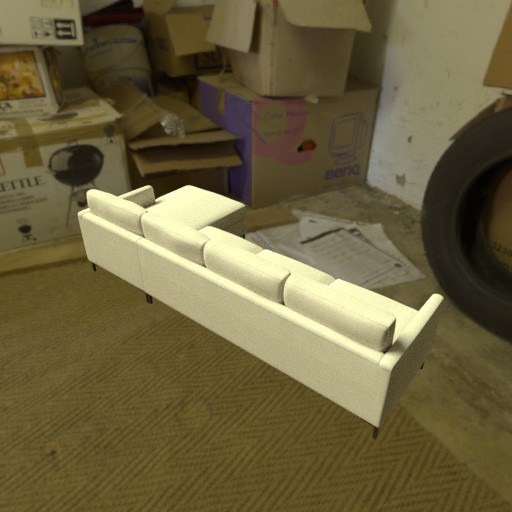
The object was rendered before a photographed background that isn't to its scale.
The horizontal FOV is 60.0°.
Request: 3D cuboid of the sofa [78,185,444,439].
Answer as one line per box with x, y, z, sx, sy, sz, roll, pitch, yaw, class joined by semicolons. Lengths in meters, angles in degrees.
0.000;0.000;2.987;2.445;0.677;1.126;23;38;32;sofa
